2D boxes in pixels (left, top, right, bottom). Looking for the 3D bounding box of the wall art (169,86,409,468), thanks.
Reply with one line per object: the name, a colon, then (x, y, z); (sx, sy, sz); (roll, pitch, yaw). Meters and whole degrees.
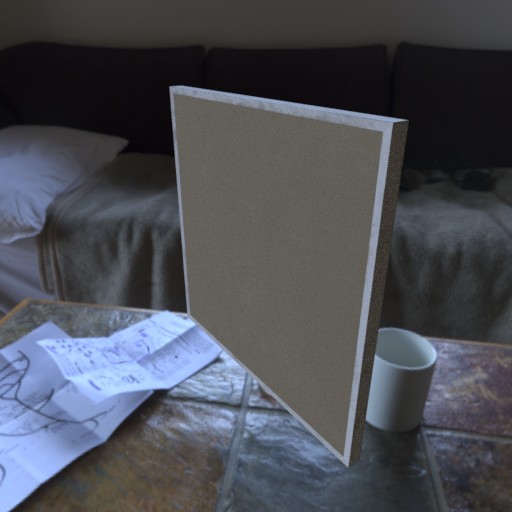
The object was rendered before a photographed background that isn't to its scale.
wall art: (0.000, 0.000, 1.125); (0.038, 0.757, 0.760); (-18, 31, -32)
